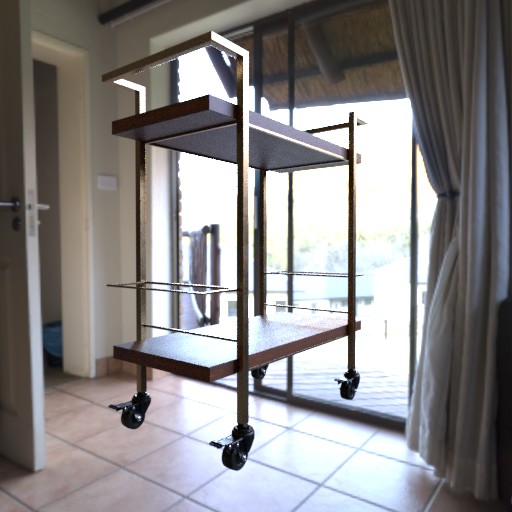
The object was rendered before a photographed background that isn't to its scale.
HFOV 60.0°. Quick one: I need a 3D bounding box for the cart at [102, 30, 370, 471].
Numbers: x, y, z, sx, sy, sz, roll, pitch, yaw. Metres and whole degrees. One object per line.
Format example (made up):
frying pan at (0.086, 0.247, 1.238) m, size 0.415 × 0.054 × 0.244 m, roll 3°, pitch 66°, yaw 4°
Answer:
cart at (0.000, 0.000, 1.156) m, size 0.364 × 0.807 × 0.695 m, roll 1°, pitch 1°, yaw 37°
